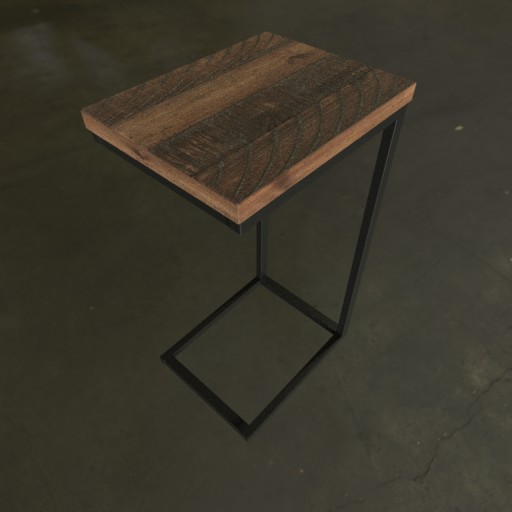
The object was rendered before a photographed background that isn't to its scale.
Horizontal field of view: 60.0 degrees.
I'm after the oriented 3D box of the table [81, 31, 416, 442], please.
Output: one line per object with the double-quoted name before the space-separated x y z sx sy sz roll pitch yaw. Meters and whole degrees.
"table" 0.000 0.000 0.940 0.323 0.718 0.414 34 55 28
